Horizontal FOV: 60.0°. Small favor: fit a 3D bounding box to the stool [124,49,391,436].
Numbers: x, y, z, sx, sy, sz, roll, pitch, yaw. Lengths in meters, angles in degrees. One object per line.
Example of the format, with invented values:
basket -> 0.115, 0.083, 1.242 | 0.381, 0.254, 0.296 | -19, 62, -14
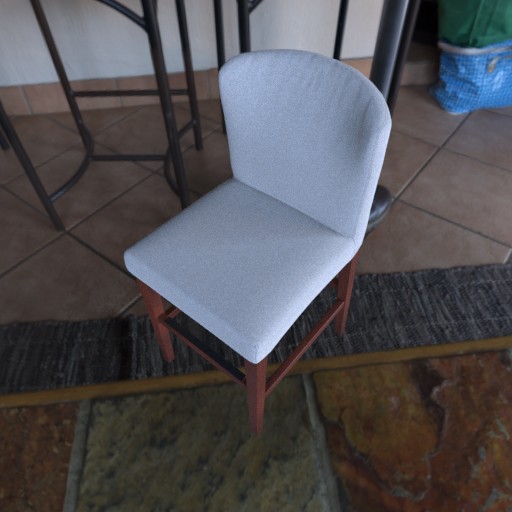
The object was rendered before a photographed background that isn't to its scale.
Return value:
stool -> 0.000, 0.000, 1.281 | 0.479, 0.968, 0.568 | 31, 55, 25
